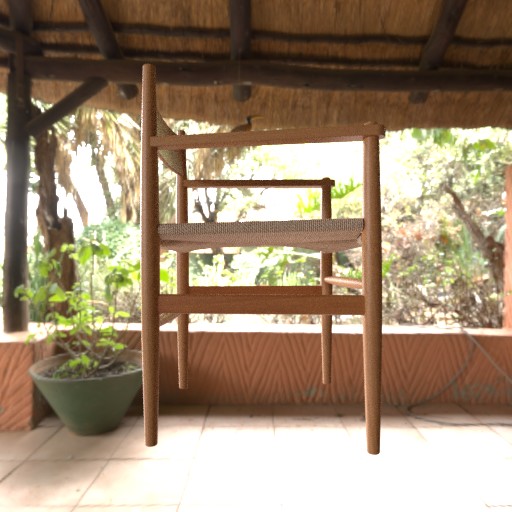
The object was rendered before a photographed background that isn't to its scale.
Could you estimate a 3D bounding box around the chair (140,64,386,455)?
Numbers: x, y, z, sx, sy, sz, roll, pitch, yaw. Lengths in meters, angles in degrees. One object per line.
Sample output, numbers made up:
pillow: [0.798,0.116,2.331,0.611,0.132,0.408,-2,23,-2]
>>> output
chair: [0.000,0.000,1.106,0.495,0.762,0.556,0,-2,-1]
